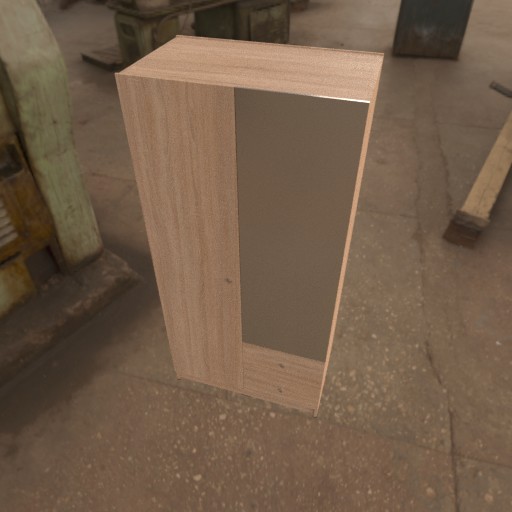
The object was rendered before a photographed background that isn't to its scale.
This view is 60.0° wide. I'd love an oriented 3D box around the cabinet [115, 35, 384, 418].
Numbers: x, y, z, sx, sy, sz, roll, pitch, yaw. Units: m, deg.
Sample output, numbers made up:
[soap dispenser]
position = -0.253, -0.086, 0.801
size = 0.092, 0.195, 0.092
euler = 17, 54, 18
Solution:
[cabinet]
position = 0.000, 0.000, 2.540
size = 1.001, 2.121, 0.590
euler = 11, 42, 13
